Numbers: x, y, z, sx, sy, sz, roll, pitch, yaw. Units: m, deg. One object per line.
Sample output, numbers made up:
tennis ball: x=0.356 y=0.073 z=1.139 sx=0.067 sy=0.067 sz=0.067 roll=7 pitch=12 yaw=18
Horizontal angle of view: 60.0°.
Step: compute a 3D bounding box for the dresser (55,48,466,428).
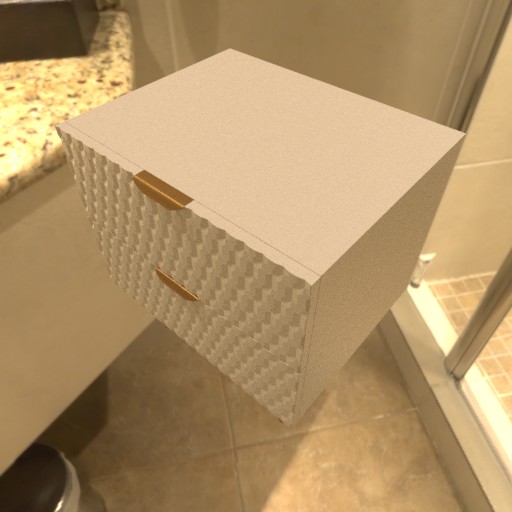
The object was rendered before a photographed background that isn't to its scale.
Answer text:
dresser: x=0.000 y=0.000 z=0.898 sx=0.503 sy=0.568 sz=0.414 roll=32 pitch=54 yaw=27
